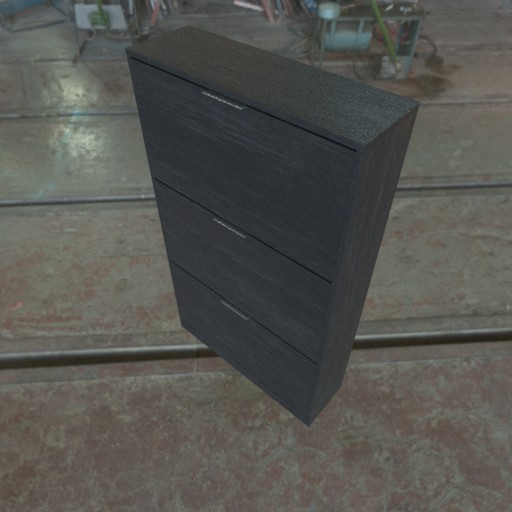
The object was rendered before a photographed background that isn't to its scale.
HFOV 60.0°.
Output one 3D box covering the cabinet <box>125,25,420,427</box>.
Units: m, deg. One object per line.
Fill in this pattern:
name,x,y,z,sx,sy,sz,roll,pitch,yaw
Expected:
cabinet,0.000,0.000,1.545,0.750,1.280,0.250,32,53,27
